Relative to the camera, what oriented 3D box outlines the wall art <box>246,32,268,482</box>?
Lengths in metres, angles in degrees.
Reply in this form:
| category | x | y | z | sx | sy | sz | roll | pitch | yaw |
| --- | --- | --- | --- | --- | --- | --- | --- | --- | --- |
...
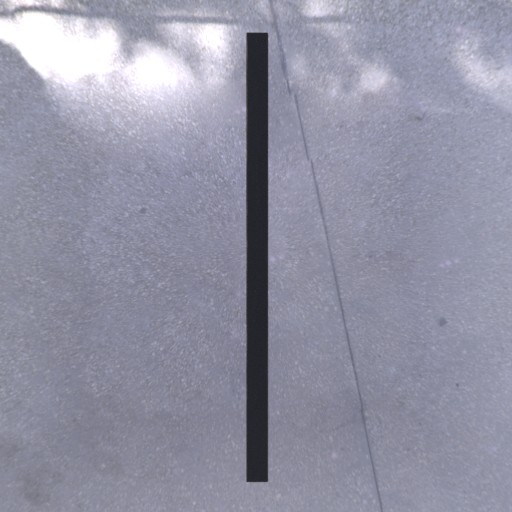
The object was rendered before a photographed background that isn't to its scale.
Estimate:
| category | x | y | z | sx | sy | sz | roll | pitch | yaw |
| --- | --- | --- | --- | --- | --- | --- | --- | --- | --- |
| wall art | 0.000 | 0.000 | 0.451 | 0.015 | 0.303 | 0.304 | 0 | 91 | 0 |
